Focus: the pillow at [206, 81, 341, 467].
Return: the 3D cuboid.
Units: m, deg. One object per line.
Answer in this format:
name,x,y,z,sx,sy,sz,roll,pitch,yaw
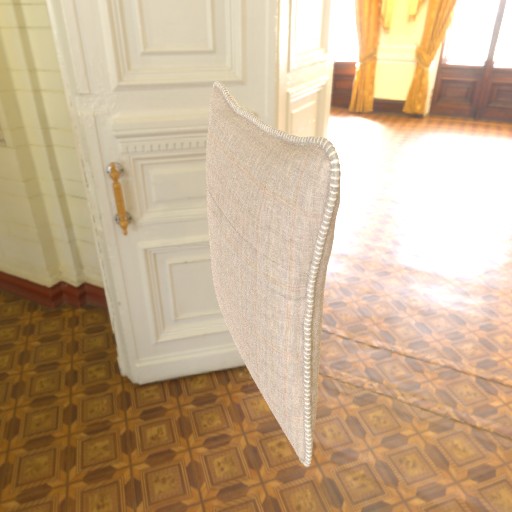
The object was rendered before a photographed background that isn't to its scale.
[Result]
pillow,0.000,0.000,0.736,0.124,0.494,0.485,-10,31,-17
